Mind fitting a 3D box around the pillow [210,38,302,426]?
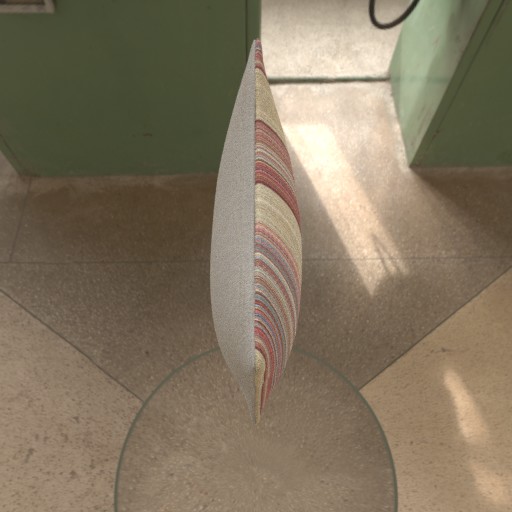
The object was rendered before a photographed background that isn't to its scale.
[{"bbox_3d":[0.000,0.000,0.663,0.136,0.419,0.437,0,63,0],"label":"pillow"}]
